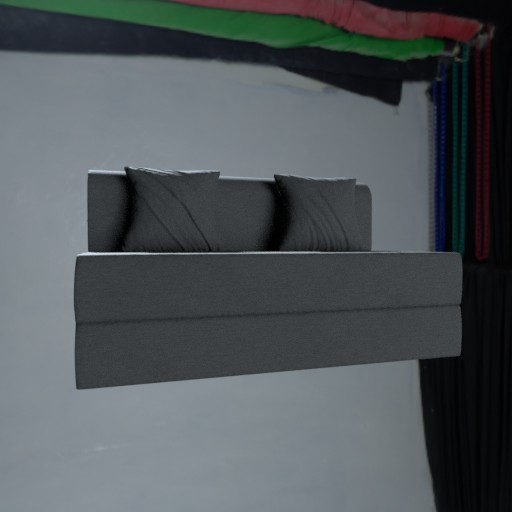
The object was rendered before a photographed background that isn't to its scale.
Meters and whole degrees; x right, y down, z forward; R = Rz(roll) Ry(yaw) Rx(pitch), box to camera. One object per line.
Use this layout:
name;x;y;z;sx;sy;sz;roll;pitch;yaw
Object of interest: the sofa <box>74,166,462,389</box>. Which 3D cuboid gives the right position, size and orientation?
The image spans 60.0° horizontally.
sofa;0.000;0.000;1.668;1.225;0.670;0.762;0;1;-17
